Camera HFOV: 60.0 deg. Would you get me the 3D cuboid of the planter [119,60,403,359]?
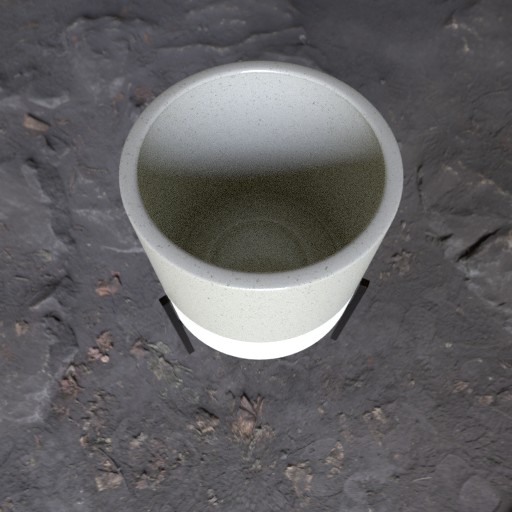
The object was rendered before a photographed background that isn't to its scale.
[{"bbox_3d":[0.000,0.000,0.340,0.159,0.230,0.152,-32,68,-15],"label":"planter"}]
